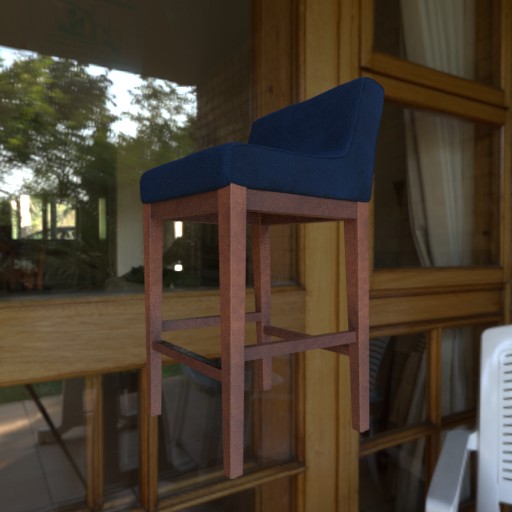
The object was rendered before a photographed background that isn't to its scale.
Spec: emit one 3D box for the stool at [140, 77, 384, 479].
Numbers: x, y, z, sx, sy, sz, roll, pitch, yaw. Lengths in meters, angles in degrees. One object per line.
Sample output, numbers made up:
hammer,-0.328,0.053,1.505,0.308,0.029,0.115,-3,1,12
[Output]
stool,0.000,0.000,1.254,0.516,0.945,0.511,-1,1,-36
